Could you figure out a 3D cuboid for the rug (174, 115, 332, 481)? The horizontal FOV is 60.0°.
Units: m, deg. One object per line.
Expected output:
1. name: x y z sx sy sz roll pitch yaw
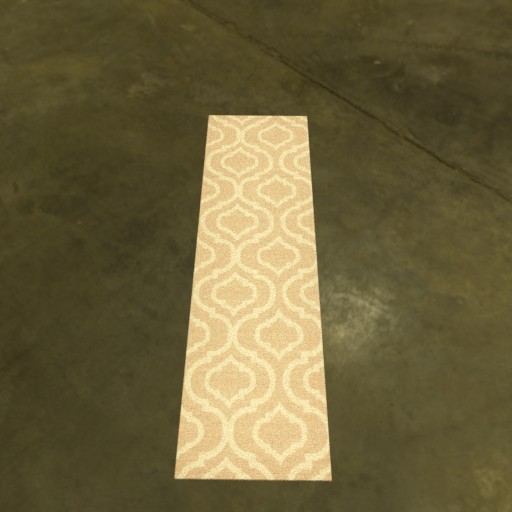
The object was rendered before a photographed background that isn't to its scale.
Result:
1. rug: 0.000 0.000 2.528 0.691 0.013 2.289 1 59 0
